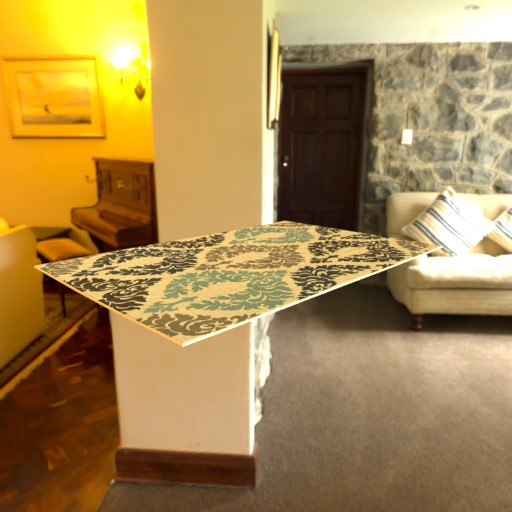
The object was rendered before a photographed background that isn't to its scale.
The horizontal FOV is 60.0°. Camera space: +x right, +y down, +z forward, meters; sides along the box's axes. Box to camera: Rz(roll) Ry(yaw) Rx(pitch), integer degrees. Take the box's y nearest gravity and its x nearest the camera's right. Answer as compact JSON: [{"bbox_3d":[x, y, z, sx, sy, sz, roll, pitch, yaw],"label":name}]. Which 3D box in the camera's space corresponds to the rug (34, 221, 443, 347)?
[{"bbox_3d":[0.000,0.000,2.908,2.275,0.014,1.514,-14,20,-43],"label":"rug"}]
